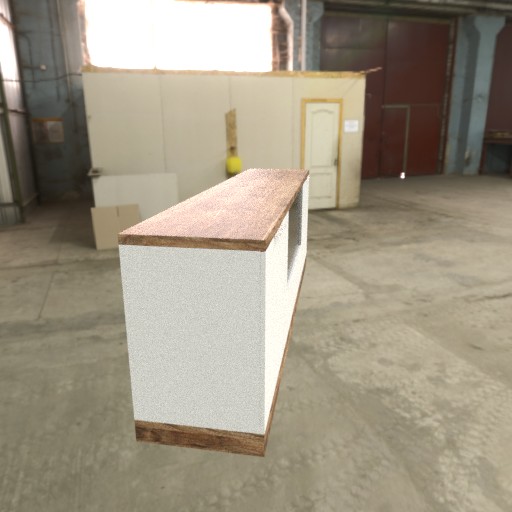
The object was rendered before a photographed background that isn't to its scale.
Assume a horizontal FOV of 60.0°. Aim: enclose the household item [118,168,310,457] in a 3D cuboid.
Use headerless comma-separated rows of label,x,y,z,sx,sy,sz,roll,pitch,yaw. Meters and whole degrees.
household item,0.000,0.000,2.011,0.390,0.615,1.800,3,17,9
